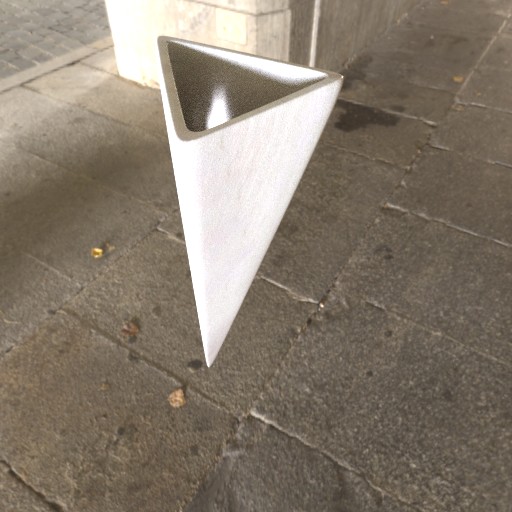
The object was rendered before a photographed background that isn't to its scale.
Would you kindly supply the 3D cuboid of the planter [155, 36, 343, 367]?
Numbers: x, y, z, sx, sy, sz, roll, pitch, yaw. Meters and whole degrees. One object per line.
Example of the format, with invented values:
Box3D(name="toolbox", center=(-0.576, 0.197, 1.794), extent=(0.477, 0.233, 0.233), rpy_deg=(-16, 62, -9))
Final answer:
Box3D(name="planter", center=(0.000, 0.000, 0.267), extent=(0.081, 0.224, 0.101), rpy_deg=(-9, 46, -9))
